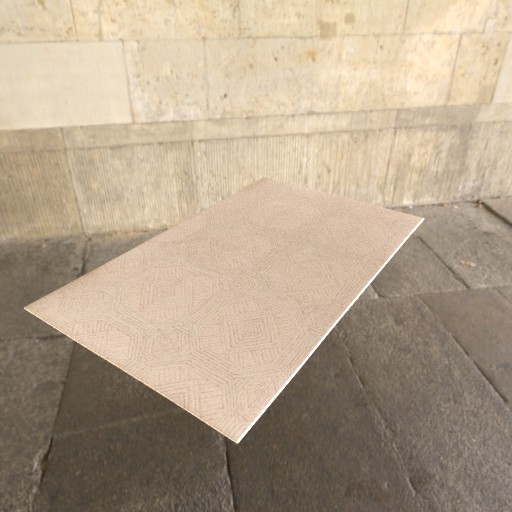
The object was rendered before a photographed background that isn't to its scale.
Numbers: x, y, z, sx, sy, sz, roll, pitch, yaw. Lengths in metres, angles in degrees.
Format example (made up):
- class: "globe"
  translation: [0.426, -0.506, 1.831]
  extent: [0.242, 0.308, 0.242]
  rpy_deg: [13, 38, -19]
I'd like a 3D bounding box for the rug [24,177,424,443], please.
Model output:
- class: "rug"
  translation: [0.000, 0.000, 3.003]
  extent: [1.524, 0.008, 2.440]
  rpy_deg: [20, 37, 29]
